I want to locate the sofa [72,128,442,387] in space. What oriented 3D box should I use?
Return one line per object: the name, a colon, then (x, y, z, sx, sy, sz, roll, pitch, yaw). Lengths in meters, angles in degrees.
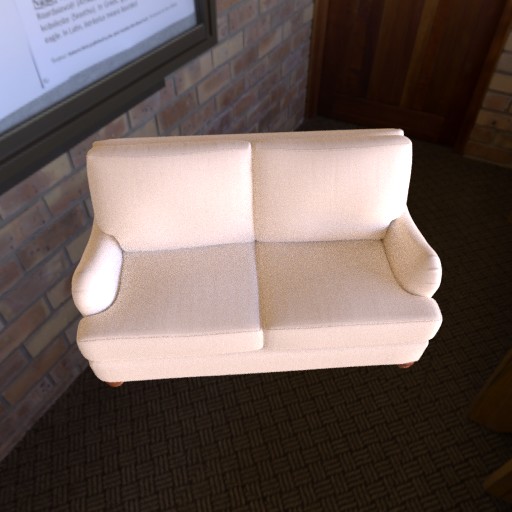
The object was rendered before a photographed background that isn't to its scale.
sofa: (0.000, 0.000, 2.504, 1.853, 1.101, 1.084, -3, 46, -3)
